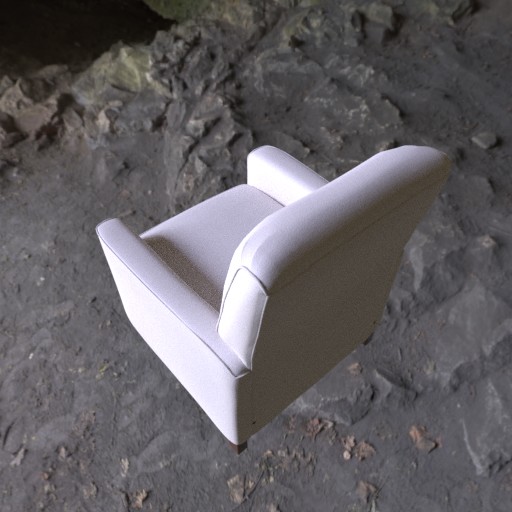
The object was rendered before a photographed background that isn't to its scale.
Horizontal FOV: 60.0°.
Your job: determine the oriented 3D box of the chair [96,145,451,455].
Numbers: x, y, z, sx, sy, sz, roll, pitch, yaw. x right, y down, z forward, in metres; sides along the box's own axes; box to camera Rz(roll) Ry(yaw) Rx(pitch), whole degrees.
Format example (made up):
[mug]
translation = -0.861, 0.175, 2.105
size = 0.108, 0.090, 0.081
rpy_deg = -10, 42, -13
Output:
[chair]
translation = 0.000, 0.000, 1.576
size = 0.841, 1.028, 0.858
rpy_deg = -32, 54, -27
